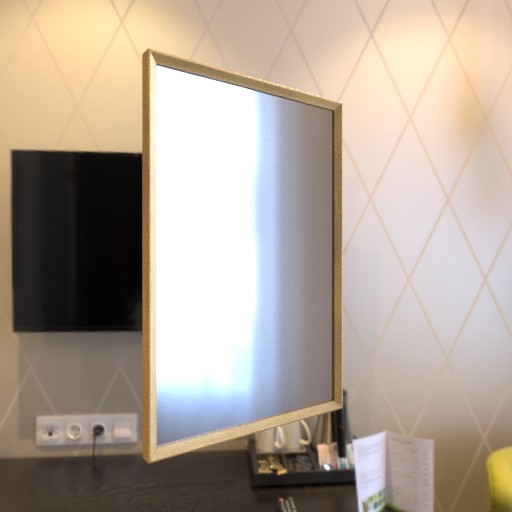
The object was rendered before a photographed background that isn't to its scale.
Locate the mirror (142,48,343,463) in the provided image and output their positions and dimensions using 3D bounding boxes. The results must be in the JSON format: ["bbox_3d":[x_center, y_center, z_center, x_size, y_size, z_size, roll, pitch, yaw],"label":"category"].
[{"bbox_3d":[0.000,0.000,1.168,0.609,0.915,0.041,0,0,-35],"label":"mirror"}]
